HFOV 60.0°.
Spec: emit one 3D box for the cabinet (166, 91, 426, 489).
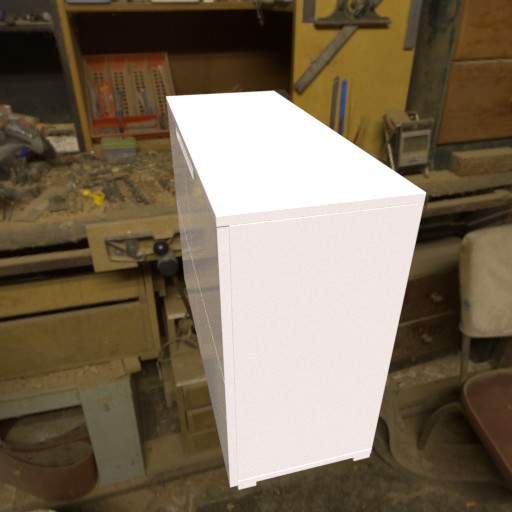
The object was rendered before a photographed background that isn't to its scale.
[{"bbox_3d":[0.000,0.000,1.408,0.400,0.800,1.000,-8,32,-12],"label":"cabinet"}]
